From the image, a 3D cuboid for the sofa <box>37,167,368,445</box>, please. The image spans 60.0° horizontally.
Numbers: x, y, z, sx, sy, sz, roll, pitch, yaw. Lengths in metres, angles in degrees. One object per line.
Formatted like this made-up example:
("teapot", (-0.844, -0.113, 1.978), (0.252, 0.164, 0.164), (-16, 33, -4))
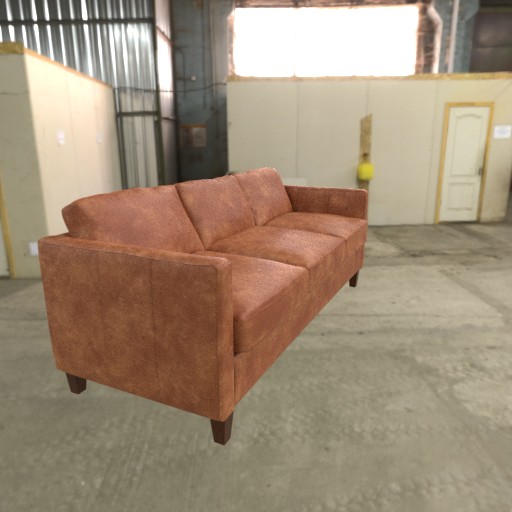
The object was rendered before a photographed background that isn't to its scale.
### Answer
("sofa", (0.000, 0.000, 2.929), (1.045, 1.006, 2.464), (8, 17, 25))
